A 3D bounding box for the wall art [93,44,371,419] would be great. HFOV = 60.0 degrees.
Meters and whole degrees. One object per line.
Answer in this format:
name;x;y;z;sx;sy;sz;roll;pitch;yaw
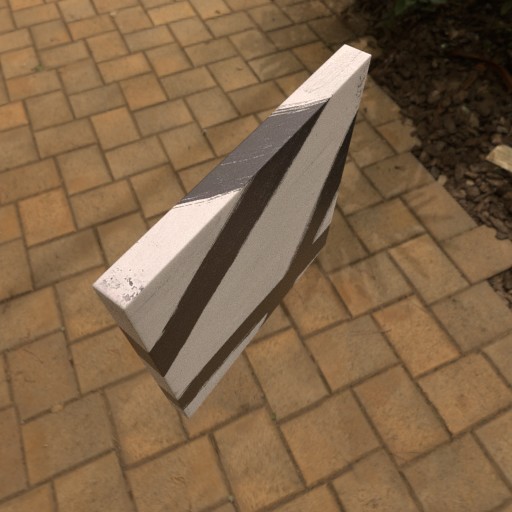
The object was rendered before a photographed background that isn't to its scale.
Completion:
wall art;0.000;0.000;0.763;0.050;0.508;0.507;32;63;18
